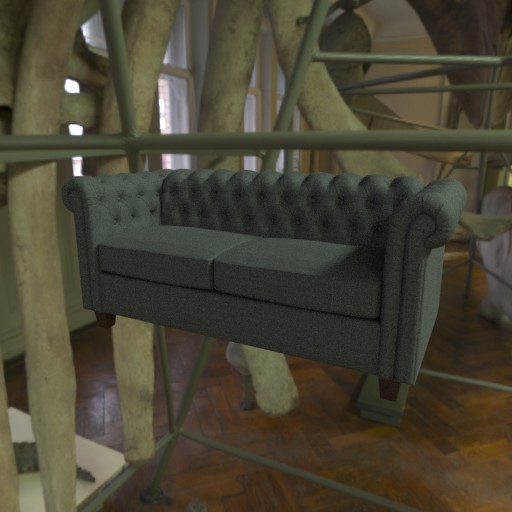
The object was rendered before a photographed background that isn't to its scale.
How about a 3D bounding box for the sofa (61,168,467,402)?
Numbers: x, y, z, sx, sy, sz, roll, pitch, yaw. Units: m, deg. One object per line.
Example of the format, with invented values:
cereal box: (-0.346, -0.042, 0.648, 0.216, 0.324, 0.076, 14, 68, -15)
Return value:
sofa: (0.000, 0.000, 2.191, 1.798, 0.797, 0.783, 7, 16, 26)
